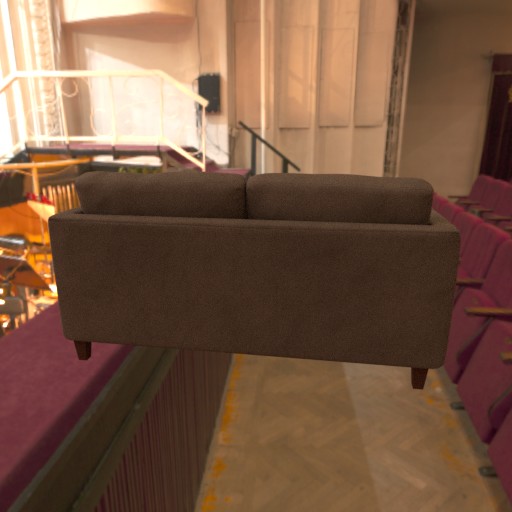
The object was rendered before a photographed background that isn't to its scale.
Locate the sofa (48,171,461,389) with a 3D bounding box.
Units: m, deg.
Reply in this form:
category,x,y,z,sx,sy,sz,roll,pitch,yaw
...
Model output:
category,x,y,z,sx,sy,sz,roll,pitch,yaw
sofa,0.000,0.000,2.459,1.884,0.963,0.950,3,16,9
